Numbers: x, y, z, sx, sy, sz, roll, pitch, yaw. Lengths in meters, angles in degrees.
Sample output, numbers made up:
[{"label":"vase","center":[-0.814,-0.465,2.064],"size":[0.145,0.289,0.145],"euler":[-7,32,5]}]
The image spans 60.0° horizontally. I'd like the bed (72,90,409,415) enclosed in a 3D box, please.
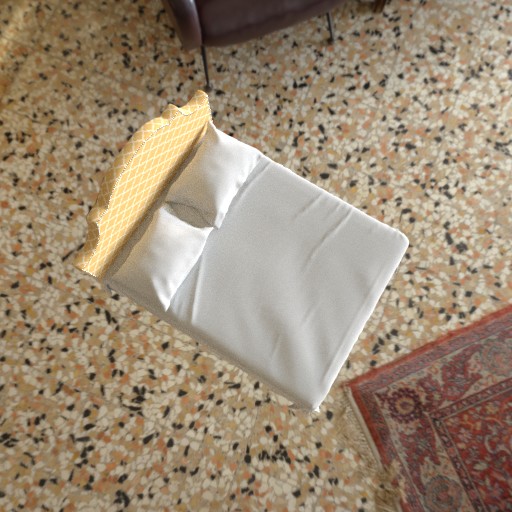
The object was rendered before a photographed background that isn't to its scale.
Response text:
[{"label":"bed","center":[0.000,0.000,3.458],"size":[2.222,1.633,1.780],"euler":[31,79,7]}]
